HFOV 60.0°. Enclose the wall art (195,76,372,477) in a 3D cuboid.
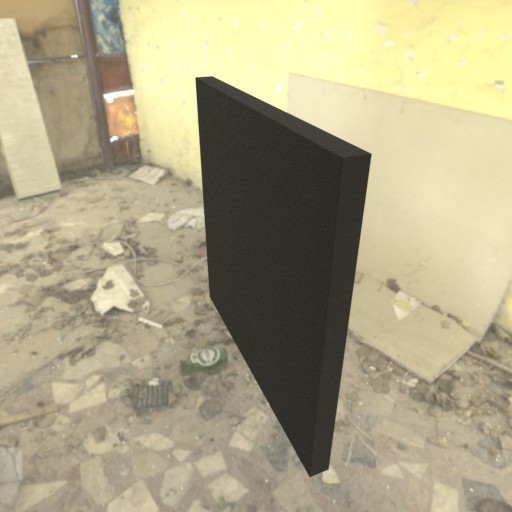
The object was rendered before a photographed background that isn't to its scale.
[{"bbox_3d":[0.000,0.000,0.690,0.030,0.458,0.462,-12,33,-19],"label":"wall art"}]
